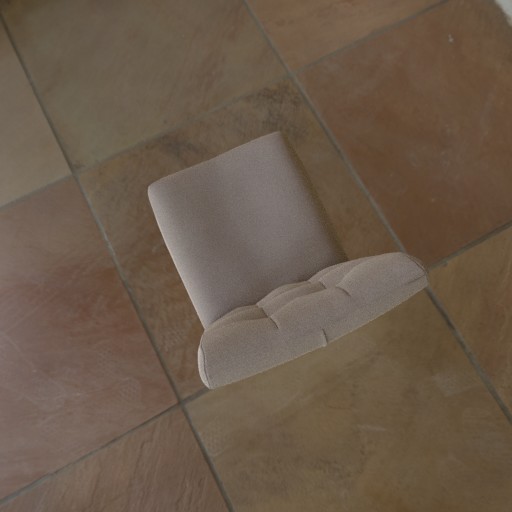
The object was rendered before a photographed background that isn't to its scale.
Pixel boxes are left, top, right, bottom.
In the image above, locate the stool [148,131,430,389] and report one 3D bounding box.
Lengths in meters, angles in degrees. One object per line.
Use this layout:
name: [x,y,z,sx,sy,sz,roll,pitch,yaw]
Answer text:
stool: [0.000,0.000,1.202,0.427,0.885,0.571,-24,77,-6]
